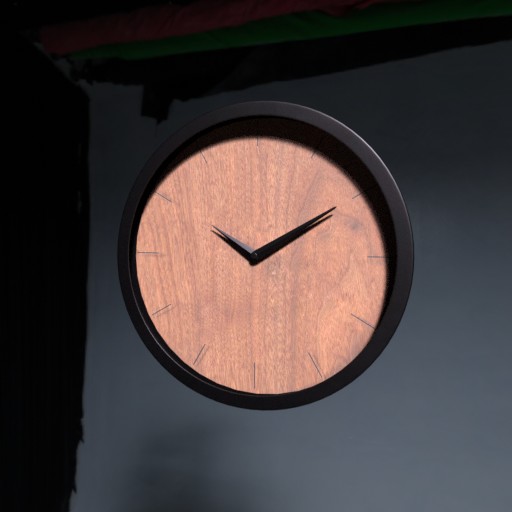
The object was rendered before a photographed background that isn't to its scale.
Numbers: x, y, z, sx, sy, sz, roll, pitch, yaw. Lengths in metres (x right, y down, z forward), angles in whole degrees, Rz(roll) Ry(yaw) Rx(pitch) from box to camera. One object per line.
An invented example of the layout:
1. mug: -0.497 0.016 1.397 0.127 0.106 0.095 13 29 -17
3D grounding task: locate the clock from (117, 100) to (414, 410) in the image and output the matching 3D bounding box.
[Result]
1. clock: 0.000 0.000 0.467 0.314 0.314 0.040 0 1 17
